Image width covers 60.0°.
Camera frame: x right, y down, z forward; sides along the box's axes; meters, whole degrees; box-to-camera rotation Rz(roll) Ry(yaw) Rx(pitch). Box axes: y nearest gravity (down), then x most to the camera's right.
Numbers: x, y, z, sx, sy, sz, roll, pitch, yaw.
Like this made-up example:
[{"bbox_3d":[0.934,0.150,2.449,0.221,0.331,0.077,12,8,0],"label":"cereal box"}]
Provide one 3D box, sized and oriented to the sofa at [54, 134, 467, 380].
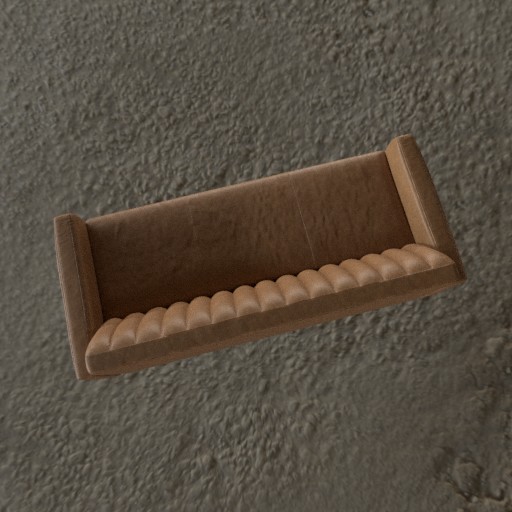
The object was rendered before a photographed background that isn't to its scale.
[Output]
[{"bbox_3d":[0.000,0.000,2.776,2.291,0.821,0.990,-14,76,-3],"label":"sofa"}]
